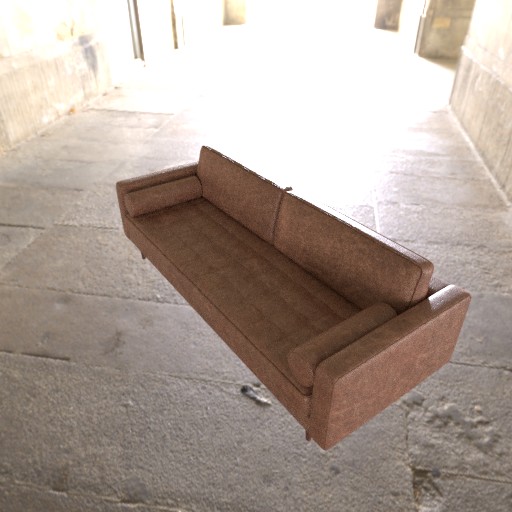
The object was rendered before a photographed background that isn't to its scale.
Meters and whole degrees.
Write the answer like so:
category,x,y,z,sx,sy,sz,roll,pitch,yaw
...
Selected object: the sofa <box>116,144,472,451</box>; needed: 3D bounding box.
category,x,y,z,sx,sy,sz,roll,pitch,yaw
sofa,0.000,0.000,2.673,0.914,0.762,2.210,-22,39,-29
